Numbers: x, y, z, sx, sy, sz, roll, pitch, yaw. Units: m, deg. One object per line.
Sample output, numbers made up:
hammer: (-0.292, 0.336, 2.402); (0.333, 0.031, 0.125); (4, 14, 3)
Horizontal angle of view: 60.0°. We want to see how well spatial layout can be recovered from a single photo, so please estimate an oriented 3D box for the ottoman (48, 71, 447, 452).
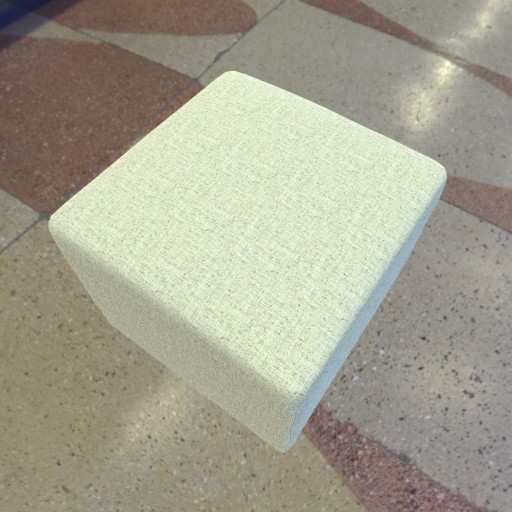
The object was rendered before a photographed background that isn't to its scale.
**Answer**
ottoman: (0.000, 0.000, 0.917); (0.512, 0.453, 0.521); (31, 63, 18)
